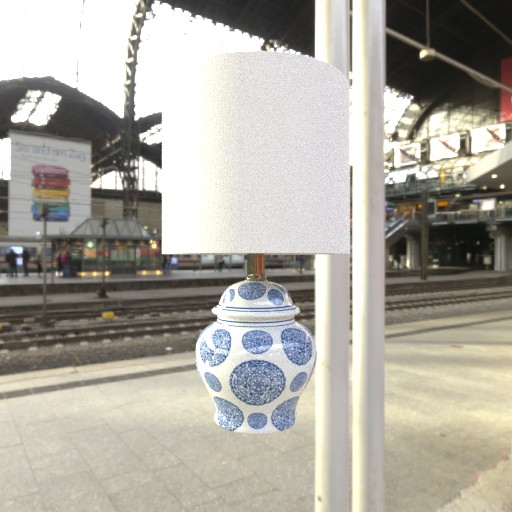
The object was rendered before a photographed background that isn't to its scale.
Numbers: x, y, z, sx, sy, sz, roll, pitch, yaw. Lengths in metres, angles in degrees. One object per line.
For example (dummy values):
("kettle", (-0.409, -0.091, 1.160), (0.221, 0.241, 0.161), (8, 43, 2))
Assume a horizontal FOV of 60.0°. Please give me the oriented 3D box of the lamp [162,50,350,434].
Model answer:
("lamp", (0.000, 0.000, 0.518), (0.215, 0.381, 0.215), (0, 0, -36))
